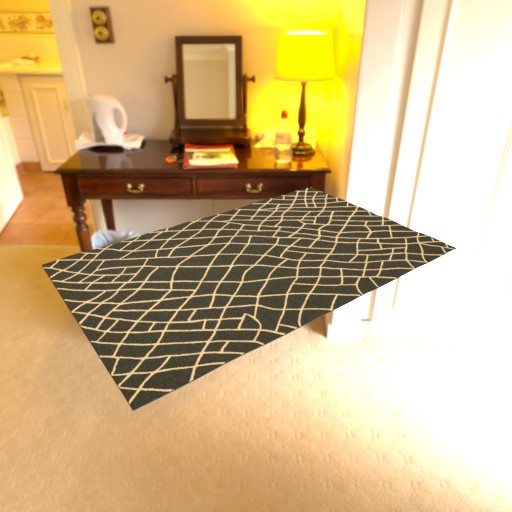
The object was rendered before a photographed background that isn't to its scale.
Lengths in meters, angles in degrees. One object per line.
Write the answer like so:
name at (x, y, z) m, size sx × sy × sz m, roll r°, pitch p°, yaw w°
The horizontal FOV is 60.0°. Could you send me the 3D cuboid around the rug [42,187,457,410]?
rug at (0.000, 0.000, 3.064) m, size 2.448 × 0.017 × 1.529 m, roll -20°, pitch 35°, yaw -31°
